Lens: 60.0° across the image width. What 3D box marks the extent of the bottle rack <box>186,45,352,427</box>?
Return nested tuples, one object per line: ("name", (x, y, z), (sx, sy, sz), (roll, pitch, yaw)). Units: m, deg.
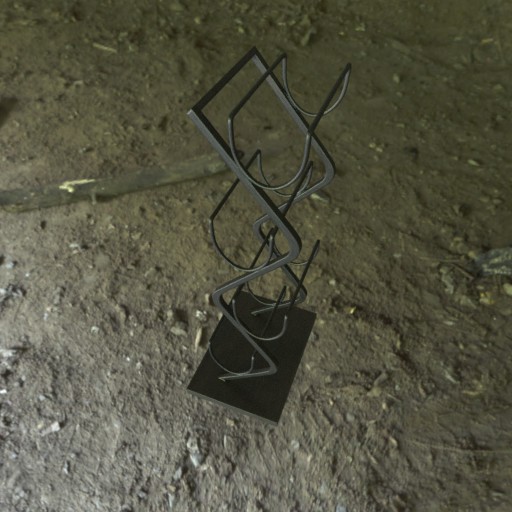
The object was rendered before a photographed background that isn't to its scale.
("bottle rack", (0.000, 0.000, 0.686), (0.178, 0.559, 0.254), (16, 48, 15))
